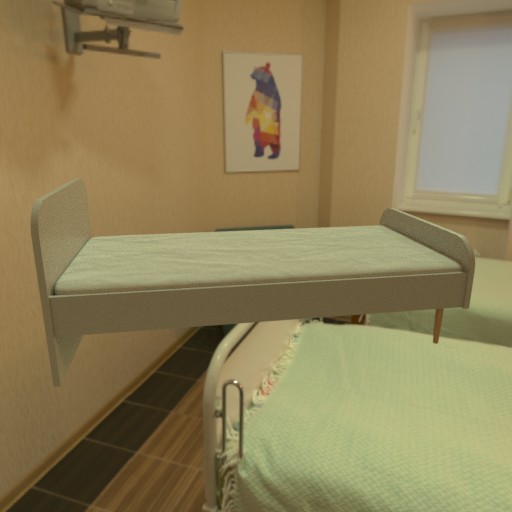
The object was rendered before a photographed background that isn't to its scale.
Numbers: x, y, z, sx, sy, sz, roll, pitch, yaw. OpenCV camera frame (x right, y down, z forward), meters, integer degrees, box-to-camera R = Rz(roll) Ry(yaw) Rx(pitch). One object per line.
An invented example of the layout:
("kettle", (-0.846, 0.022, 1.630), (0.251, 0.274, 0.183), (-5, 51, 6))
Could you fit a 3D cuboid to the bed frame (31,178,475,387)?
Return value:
("bed frame", (0.000, 0.000, 2.450), (1.963, 0.805, 0.998), (-3, 17, -9))
